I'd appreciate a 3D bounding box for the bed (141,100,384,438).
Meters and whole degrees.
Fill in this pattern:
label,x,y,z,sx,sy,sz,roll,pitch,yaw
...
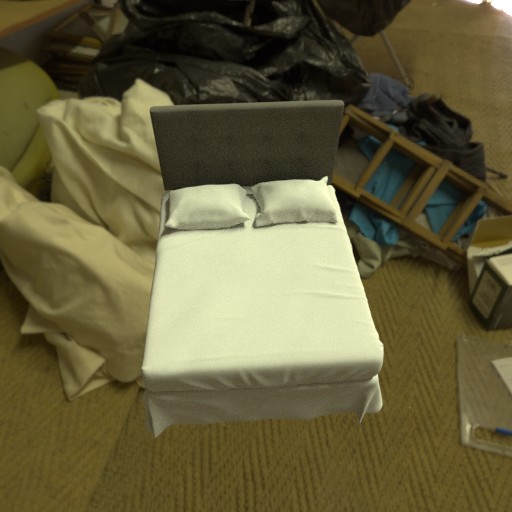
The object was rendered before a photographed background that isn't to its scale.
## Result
label,x,y,z,sx,sy,sz,roll,pitch,yaw
bed,0.000,0.000,3.585,1.936,1.577,2.222,-3,47,-3
